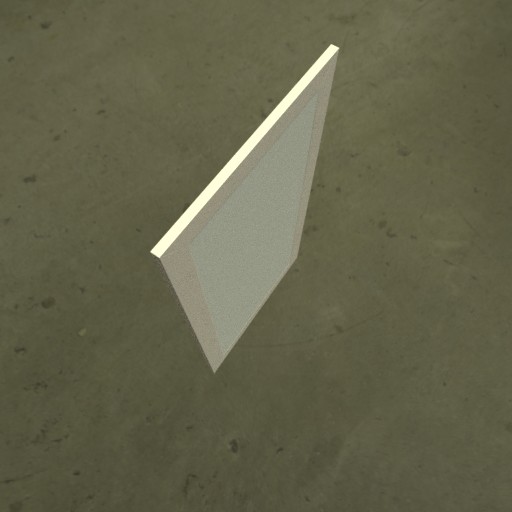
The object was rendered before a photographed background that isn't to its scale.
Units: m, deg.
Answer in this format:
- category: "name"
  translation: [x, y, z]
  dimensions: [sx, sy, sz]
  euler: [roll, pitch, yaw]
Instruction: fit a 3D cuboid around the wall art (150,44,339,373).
- category: "wall art"
  translation: [0.000, 0.000, 0.846]
  dimensions: [0.013, 0.683, 0.380]
  euler: [32, 69, 14]
